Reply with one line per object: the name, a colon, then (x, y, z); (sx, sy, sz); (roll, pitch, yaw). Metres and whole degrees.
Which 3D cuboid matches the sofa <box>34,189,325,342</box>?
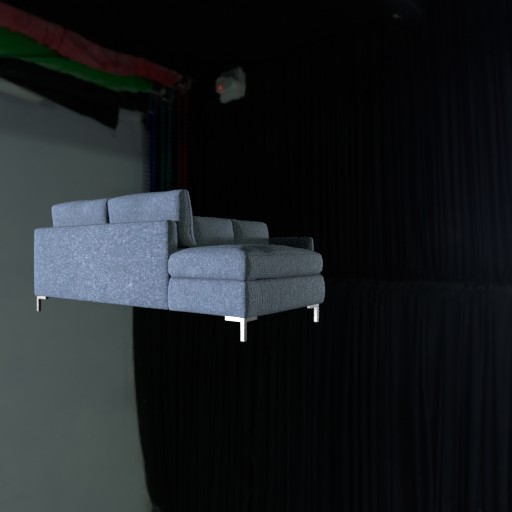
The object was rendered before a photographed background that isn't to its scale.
sofa: (0.000, 0.000, 3.878); (2.007, 0.815, 2.949); (0, 0, 36)
